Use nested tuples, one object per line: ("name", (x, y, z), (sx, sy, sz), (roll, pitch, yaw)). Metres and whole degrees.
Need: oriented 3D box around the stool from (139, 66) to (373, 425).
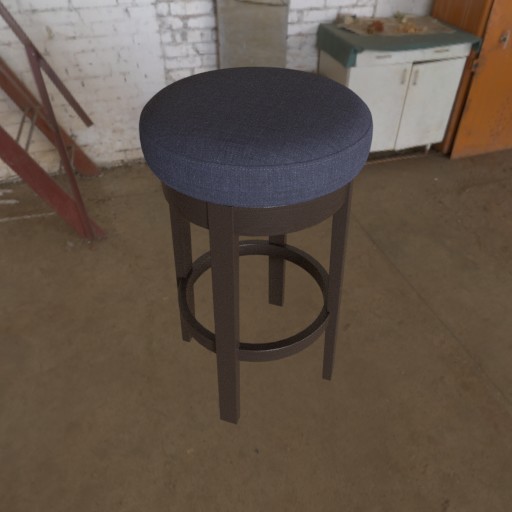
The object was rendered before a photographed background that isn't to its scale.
("stool", (0.000, 0.000, 1.040), (0.446, 0.758, 0.446), (0, 41, 0))
